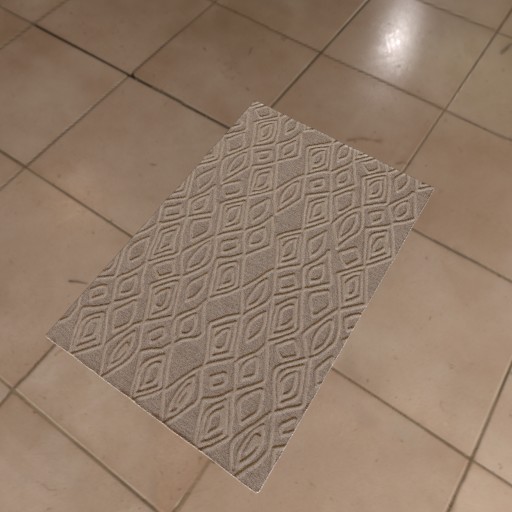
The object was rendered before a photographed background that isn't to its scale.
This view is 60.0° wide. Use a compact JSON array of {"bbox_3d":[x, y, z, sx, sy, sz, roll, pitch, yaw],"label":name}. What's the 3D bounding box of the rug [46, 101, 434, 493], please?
[{"bbox_3d":[0.000,0.000,2.315,1.224,0.016,1.832,30,67,14],"label":"rug"}]
